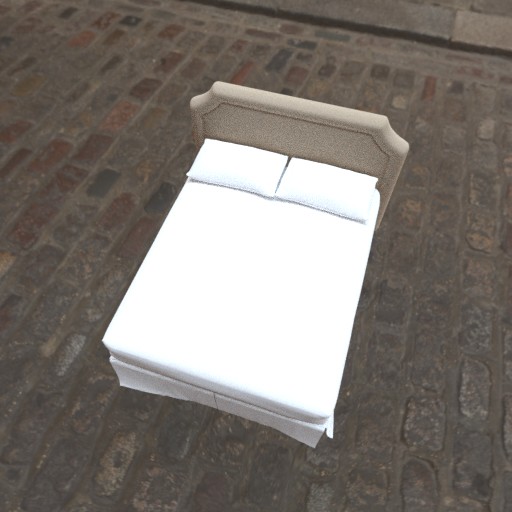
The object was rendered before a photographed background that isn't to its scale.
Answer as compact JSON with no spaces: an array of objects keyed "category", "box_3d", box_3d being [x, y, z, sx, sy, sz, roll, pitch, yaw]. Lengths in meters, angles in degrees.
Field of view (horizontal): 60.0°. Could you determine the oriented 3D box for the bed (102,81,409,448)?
[{"category":"bed","box_3d":[0.000,0.000,3.403,1.828,1.301,2.204,15,59,9]}]
